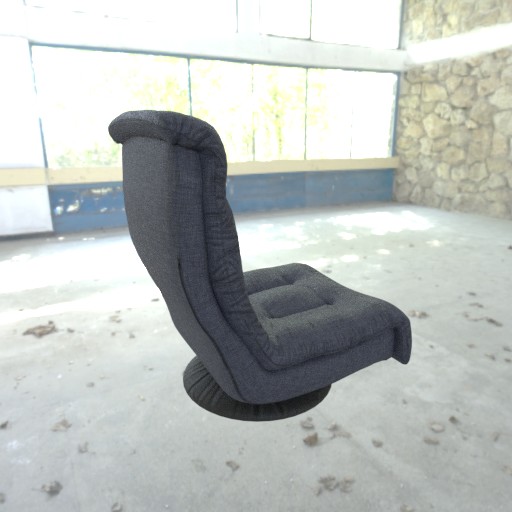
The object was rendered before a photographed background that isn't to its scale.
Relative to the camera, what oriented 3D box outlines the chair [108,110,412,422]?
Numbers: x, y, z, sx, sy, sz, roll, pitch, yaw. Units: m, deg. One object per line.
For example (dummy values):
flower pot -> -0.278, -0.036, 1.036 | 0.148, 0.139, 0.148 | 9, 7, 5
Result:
chair -> 0.000, 0.000, 1.217 | 0.668, 0.749, 0.597 | -7, 17, -25
